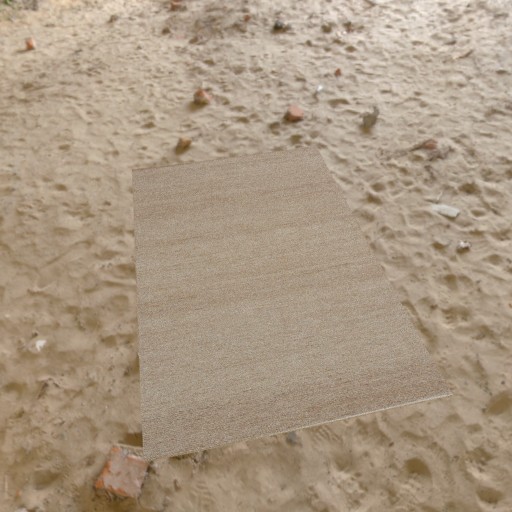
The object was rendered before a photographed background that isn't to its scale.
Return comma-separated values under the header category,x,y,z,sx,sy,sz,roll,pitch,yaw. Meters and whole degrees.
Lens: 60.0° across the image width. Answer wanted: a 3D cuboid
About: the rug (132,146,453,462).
category,x,y,z,sx,sy,sz,roll,pitch,yaw
rug,0.000,0.000,2.940,1.574,0.029,2.346,-9,47,-8
